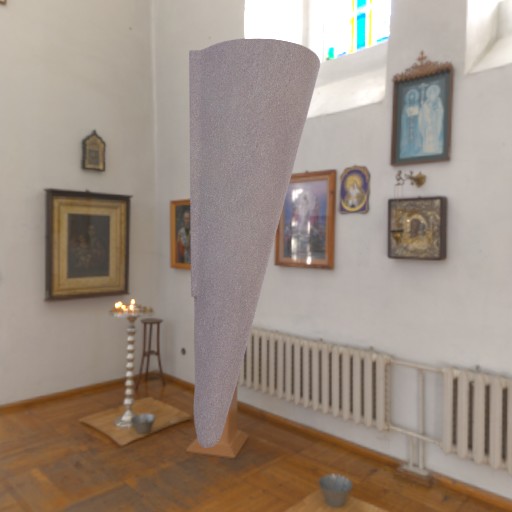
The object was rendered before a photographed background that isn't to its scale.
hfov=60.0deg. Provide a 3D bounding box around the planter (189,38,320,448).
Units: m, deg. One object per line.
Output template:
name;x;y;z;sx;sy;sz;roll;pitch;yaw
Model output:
planter;0.000;0.000;0.301;0.087;0.259;0.078;0;0;-1
